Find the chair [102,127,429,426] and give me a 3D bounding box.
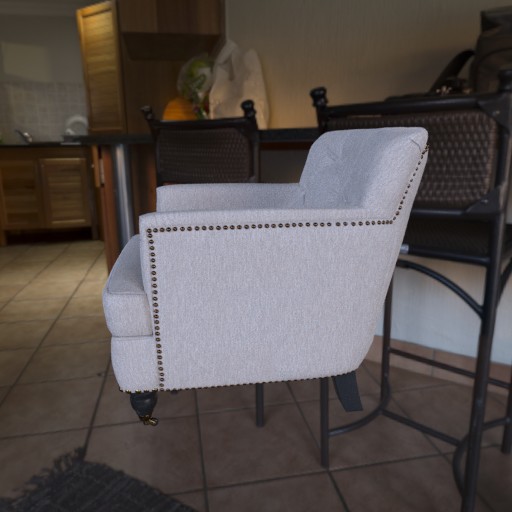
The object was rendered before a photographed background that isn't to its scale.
[{"bbox_3d":[0.000,0.000,1.483,0.902,0.823,0.737,-2,15,-8],"label":"chair"}]
